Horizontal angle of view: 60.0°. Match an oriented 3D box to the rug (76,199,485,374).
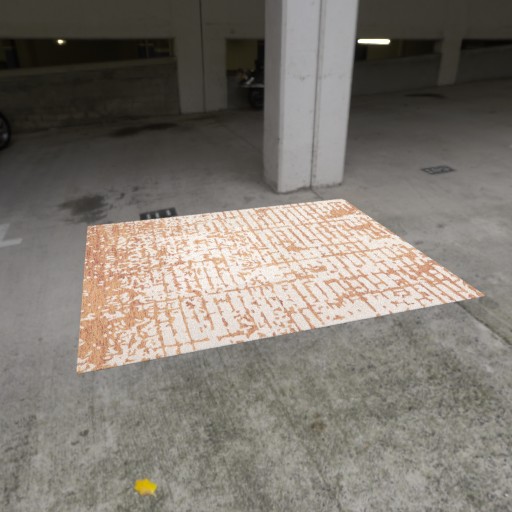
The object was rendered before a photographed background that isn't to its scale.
[{"bbox_3d":[0.000,0.000,4.150,3.050,0.011,2.441,-8,28,-15],"label":"rug"}]
